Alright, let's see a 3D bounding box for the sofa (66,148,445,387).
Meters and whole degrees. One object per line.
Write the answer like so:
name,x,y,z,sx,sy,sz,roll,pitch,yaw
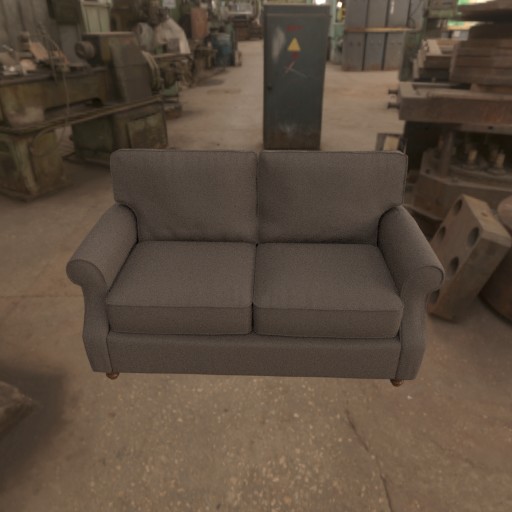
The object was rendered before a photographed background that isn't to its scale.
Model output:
sofa,0.000,0.000,2.260,1.665,0.937,0.964,1,29,2
